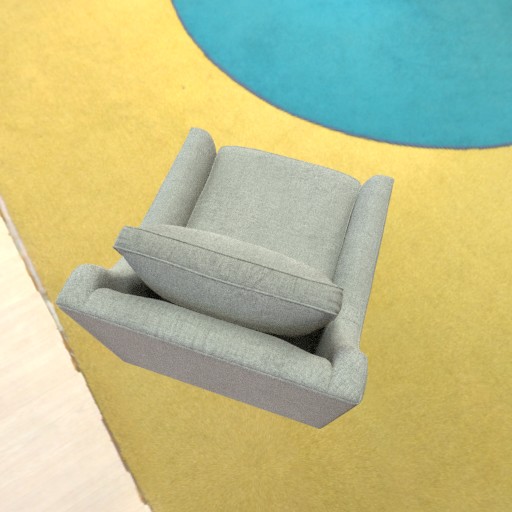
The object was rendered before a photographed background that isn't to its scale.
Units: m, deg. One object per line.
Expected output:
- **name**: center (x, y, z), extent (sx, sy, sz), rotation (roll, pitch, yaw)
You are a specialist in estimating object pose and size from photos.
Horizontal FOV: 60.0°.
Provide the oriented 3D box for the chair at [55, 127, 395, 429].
- **chair**: center (0.000, 0.000, 1.597), extent (0.838, 0.864, 0.918), rotation (16, 65, 8)
